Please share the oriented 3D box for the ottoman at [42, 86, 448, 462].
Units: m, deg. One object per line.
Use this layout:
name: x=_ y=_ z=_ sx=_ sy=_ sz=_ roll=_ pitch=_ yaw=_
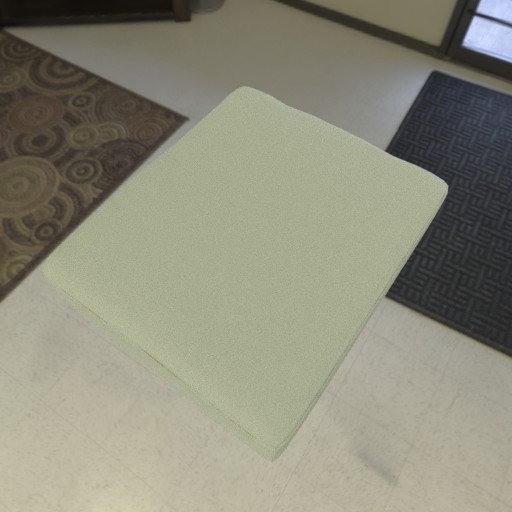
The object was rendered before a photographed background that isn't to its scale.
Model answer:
ottoman: x=0.000 y=0.000 z=1.483 sx=0.842 sy=0.494 sz=0.991 roll=32 pitch=64 yaw=18
